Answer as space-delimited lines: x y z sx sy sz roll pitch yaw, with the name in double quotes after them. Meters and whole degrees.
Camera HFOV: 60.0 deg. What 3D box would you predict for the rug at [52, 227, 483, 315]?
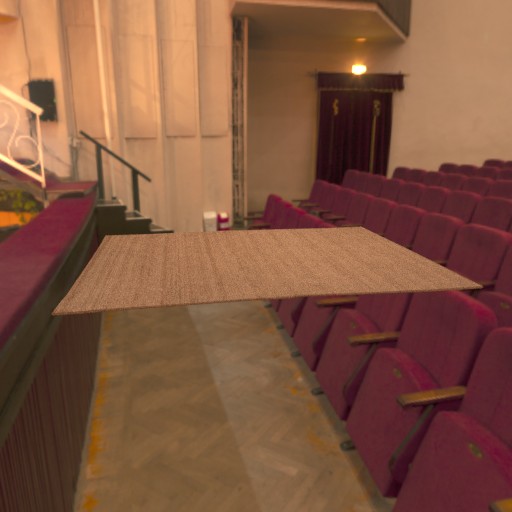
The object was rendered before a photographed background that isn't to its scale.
0.000 0.000 5.131 3.778 0.053 2.873 -3 15 -9 "rug"
